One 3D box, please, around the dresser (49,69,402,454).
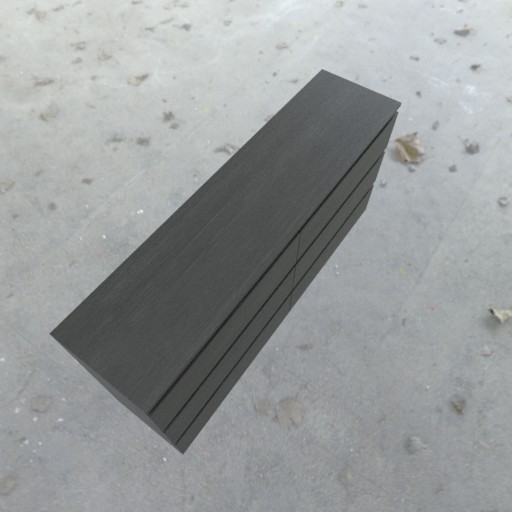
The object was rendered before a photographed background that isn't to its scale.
[{"bbox_3d":[0.000,0.000,1.961,0.400,0.795,1.590,31,63,18],"label":"dresser"}]
